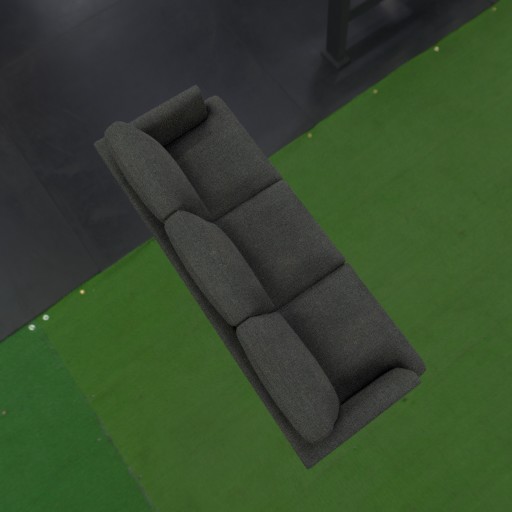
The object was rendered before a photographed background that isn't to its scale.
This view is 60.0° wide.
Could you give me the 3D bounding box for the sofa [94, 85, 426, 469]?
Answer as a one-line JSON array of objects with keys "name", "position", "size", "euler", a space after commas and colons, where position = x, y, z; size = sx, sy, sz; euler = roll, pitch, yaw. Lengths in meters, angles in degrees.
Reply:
[{"name": "sofa", "position": [0.000, 0.000, 2.718], "size": [0.903, 0.930, 2.246], "euler": [-34, 77, -9]}]
